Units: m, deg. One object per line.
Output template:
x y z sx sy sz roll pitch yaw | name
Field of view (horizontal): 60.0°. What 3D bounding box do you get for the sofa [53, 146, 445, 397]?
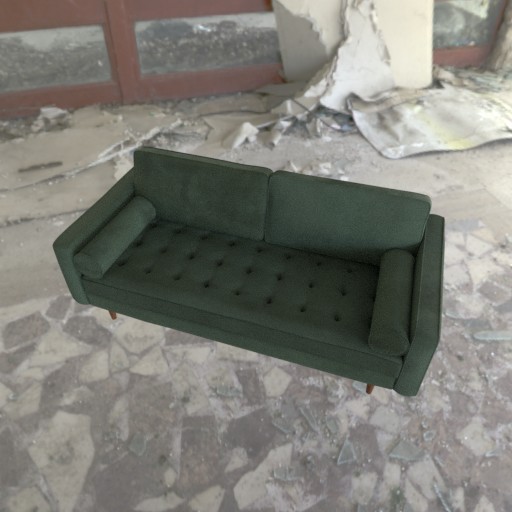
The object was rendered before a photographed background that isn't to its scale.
0.000 0.000 2.411 1.880 0.772 0.916 13 43 14 | sofa
